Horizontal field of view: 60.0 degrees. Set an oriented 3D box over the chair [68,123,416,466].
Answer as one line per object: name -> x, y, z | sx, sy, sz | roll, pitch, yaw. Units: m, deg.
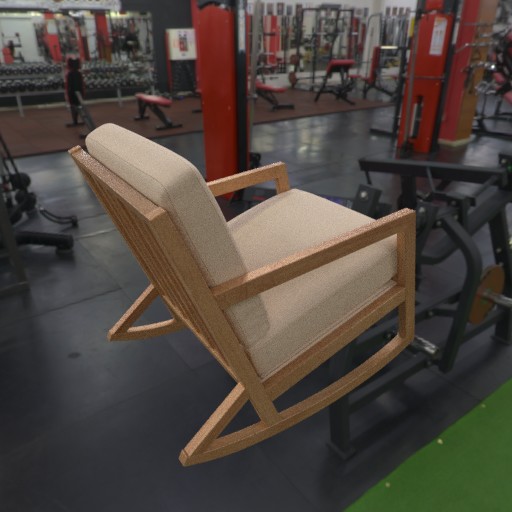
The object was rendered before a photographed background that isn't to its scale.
chair -> 0.000, 0.000, 1.368 | 0.857, 0.790, 0.622 | -17, 31, -30
